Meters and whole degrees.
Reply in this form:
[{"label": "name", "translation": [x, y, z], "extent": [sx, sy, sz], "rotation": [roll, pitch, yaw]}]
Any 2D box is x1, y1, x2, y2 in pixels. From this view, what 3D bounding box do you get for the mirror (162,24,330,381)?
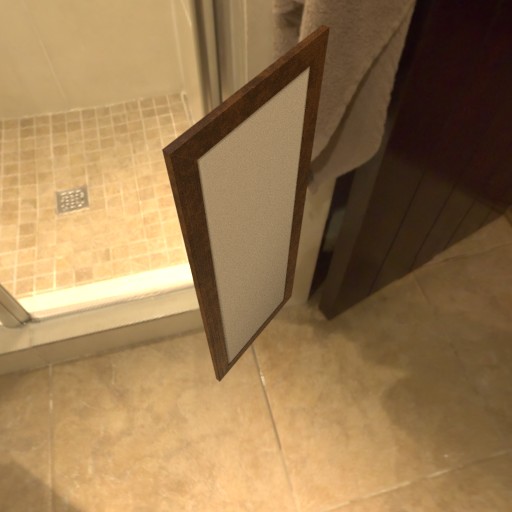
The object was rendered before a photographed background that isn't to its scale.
[{"label": "mirror", "translation": [0.000, 0.000, 2.262], "extent": [0.032, 2.031, 0.812], "rotation": [33, 63, 20]}]
